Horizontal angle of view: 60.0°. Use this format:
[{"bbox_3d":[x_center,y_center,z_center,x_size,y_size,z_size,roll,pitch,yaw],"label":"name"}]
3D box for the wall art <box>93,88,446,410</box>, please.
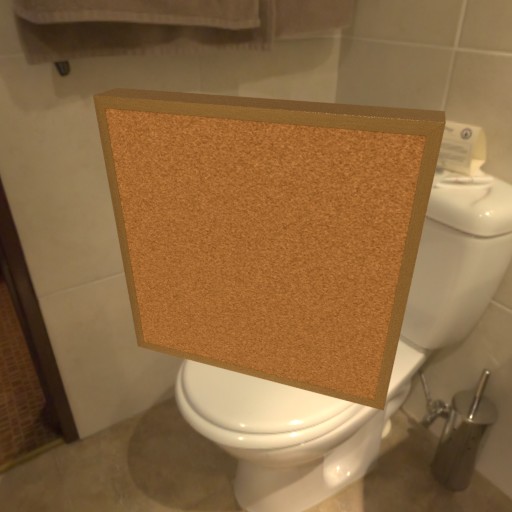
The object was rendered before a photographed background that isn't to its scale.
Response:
[{"bbox_3d":[0.000,0.000,0.456,0.304,0.305,0.038,10,32,16],"label":"wall art"}]
